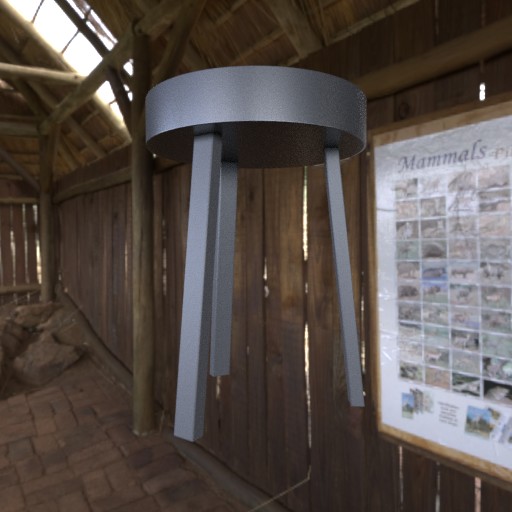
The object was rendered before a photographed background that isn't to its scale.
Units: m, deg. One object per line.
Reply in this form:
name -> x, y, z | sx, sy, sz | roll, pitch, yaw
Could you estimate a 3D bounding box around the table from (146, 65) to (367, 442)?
table -> 0.000, 0.000, 0.848 | 0.406, 0.559, 0.406 | 0, 2, 0
